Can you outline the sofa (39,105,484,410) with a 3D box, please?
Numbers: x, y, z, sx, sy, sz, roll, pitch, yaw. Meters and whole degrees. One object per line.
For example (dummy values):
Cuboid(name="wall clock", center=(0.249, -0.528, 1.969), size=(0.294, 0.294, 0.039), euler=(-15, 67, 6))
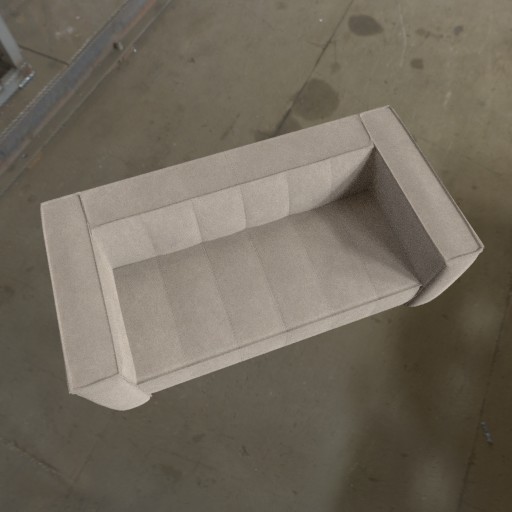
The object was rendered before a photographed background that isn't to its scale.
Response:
Cuboid(name="sofa", center=(0.000, 0.000, 2.443), size=(1.995, 0.680, 1.038), euler=(-18, 66, -8))
